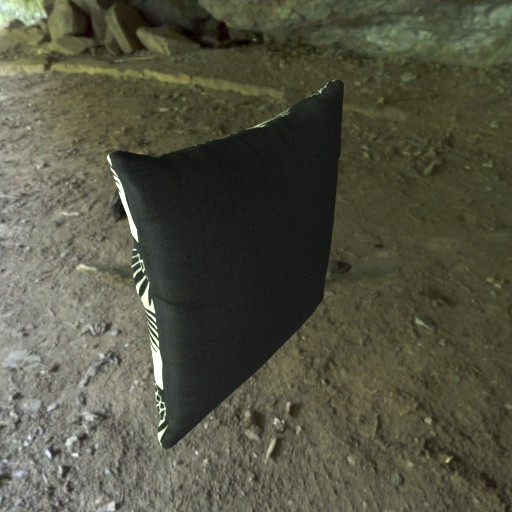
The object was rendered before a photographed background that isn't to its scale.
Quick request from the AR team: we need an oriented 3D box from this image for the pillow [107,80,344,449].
[{"bbox_3d":[0.000,0.000,0.657,0.139,0.432,0.432,22,39,31],"label":"pillow"}]
